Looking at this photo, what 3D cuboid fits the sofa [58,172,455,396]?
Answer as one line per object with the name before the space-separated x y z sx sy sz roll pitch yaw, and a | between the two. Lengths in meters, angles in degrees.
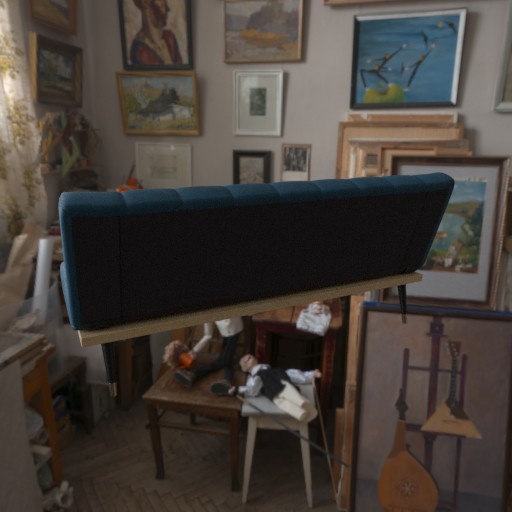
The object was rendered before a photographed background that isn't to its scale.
sofa | 0.000 0.000 2.258 1.810 0.825 0.830 -8 17 -25
